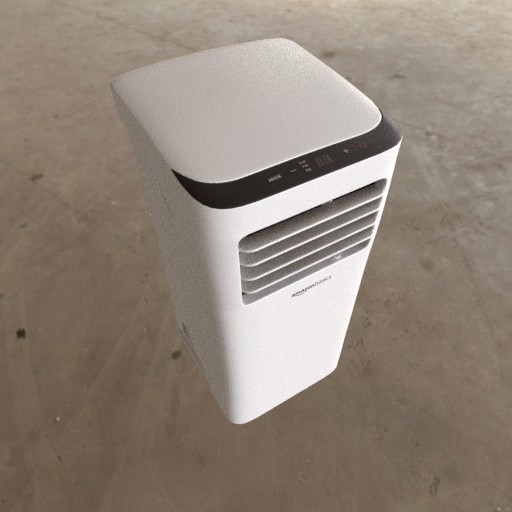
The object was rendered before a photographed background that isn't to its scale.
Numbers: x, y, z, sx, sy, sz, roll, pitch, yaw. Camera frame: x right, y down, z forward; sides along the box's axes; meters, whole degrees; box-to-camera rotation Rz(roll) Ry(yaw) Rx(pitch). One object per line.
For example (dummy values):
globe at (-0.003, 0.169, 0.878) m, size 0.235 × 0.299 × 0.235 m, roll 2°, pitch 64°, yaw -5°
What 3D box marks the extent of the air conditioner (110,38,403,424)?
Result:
air conditioner at (0.000, 0.000, 0.918) m, size 0.352 × 0.716 × 0.369 m, roll -24°, pitch 51°, yaw -21°
